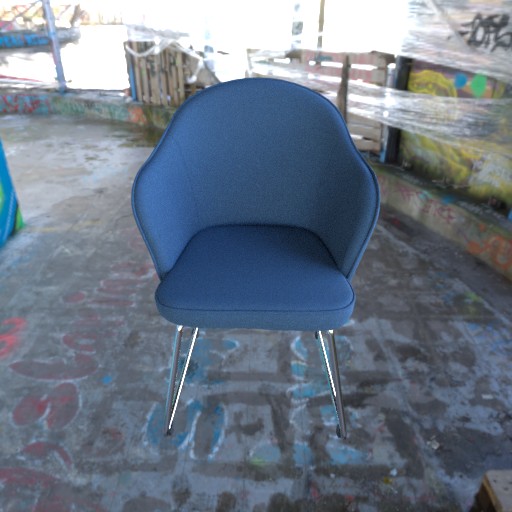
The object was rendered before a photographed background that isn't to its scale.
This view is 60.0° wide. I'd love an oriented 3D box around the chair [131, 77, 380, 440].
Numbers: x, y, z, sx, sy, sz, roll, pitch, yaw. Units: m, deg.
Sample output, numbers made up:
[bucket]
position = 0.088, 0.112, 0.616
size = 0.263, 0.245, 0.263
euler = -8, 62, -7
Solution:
[chair]
position = 0.000, 0.000, 1.190
size = 0.570, 0.815, 0.585
euler = 0, 30, 1
